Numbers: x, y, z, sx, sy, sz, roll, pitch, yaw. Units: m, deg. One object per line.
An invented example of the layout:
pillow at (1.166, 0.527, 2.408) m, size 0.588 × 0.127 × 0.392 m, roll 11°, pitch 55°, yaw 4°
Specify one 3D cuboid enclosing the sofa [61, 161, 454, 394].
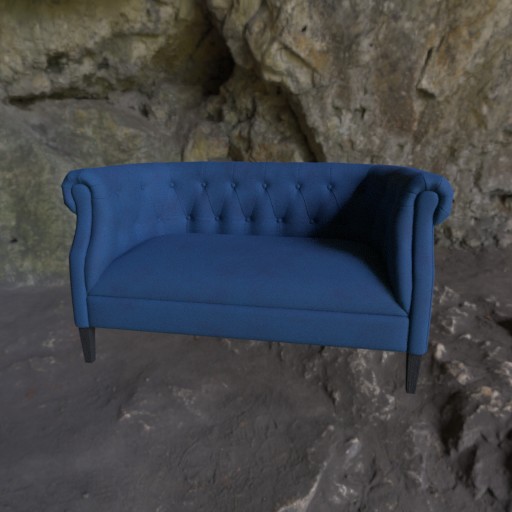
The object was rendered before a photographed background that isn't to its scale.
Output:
sofa at (0.000, 0.000, 2.065) m, size 1.558 × 0.827 × 0.835 m, roll 3°, pitch 15°, yaw 10°
